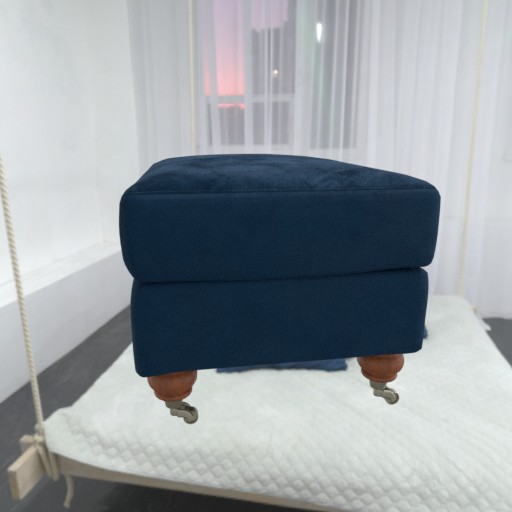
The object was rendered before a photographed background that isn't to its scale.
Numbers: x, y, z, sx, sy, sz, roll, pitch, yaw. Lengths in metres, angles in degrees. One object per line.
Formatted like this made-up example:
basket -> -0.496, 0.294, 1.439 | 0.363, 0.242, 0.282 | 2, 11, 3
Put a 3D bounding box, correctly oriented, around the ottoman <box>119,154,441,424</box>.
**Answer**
ottoman -> 0.000, 0.000, 1.137 | 0.572, 0.503, 0.773 | -2, 15, -9
